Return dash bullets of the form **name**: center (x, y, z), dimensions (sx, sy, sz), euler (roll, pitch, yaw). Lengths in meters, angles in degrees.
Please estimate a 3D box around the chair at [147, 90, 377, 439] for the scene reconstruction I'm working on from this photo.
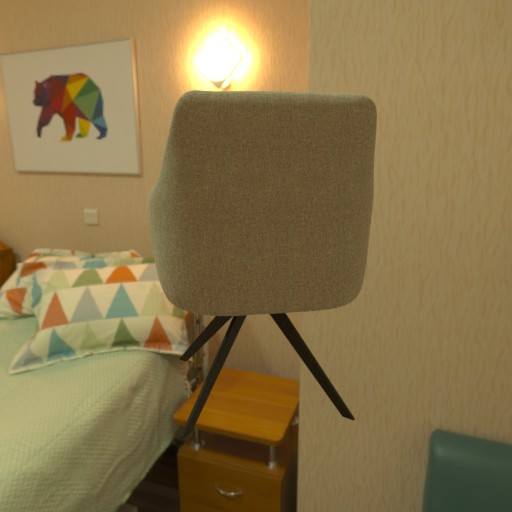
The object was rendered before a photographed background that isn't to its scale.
- **chair**: center (0.000, 0.000, 1.352), dimensions (0.642, 0.874, 0.677), euler (-2, 13, -10)
